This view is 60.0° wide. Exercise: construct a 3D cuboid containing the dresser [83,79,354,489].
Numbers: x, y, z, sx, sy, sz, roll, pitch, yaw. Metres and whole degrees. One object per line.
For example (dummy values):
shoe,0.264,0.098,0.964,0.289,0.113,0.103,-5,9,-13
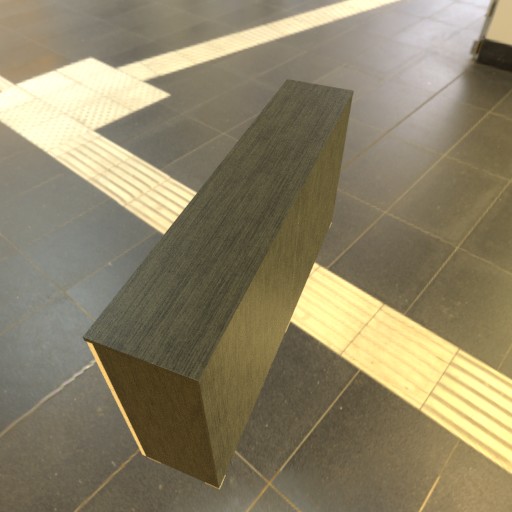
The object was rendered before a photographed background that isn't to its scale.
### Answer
dresser,0.000,0.000,1.823,0.333,0.790,1.535,16,48,15
